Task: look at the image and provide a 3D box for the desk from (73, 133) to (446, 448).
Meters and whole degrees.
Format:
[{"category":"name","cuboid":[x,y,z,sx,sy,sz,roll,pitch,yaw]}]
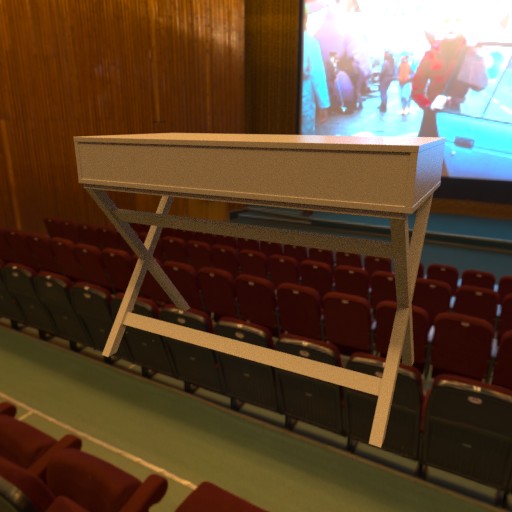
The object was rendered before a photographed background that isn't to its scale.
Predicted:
[{"category":"desk","cuboid":[0.000,0.000,1.506,1.059,0.780,0.509,9,19,27]}]
